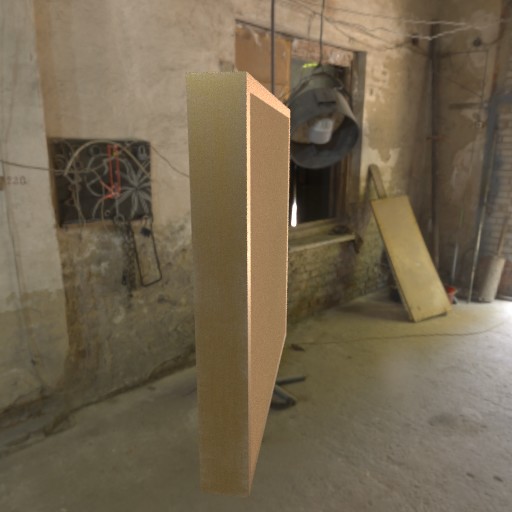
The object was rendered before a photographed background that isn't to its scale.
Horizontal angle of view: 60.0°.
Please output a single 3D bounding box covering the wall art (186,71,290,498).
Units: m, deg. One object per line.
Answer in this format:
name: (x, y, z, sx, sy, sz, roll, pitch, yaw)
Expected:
wall art: (0.000, 0.000, 0.451, 0.038, 0.305, 0.306, 2, 14, 9)
